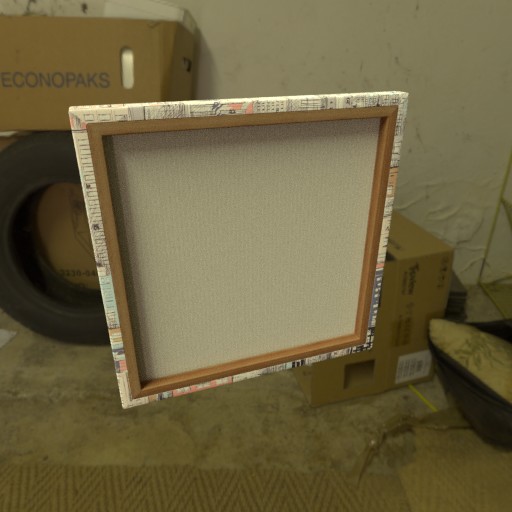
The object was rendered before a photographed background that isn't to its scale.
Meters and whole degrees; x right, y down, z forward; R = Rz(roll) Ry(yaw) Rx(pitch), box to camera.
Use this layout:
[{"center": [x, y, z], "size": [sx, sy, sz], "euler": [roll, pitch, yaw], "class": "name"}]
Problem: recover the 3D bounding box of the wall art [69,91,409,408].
[{"center": [0.000, 0.000, 0.903], "size": [0.607, 0.608, 0.038], "euler": [-9, 28, -17], "class": "wall art"}]
